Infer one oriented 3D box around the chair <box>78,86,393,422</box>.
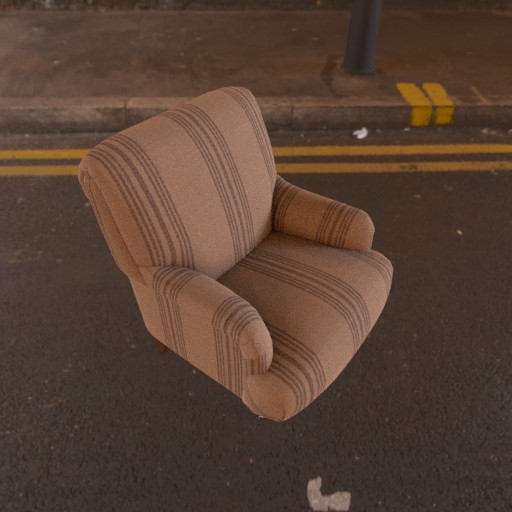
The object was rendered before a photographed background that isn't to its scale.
[{"bbox_3d":[0.000,0.000,1.638,0.914,0.940,0.813,27,48,27],"label":"chair"}]
